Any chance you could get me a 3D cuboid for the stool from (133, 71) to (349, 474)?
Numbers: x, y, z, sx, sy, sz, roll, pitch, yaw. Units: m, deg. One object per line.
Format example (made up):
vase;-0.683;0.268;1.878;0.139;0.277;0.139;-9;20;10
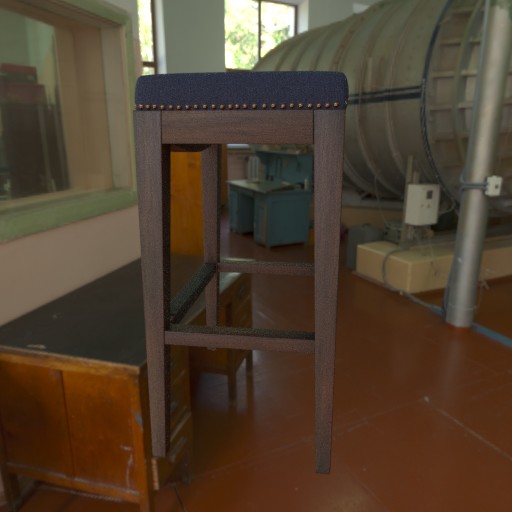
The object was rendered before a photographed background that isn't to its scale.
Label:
stool;0.000;0.000;1.021;0.358;0.740;0.498;2;16;8
